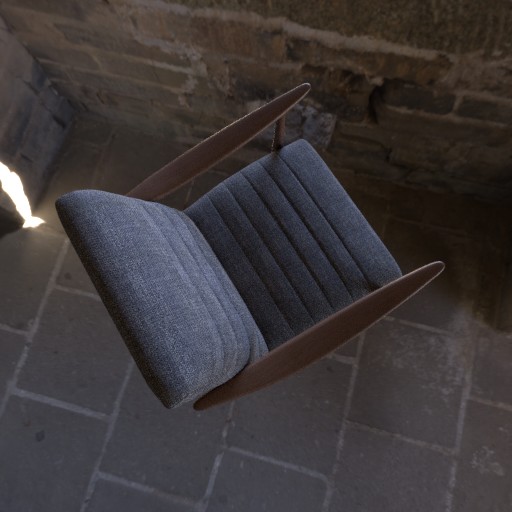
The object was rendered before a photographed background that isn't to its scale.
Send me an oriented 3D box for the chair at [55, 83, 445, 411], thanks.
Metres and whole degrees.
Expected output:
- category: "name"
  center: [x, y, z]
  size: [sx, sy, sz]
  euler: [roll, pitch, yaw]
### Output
- category: "chair"
  center: [0.000, 0.000, 1.407]
  size: [0.798, 0.832, 0.741]
  euler: [-31, 77, -8]
